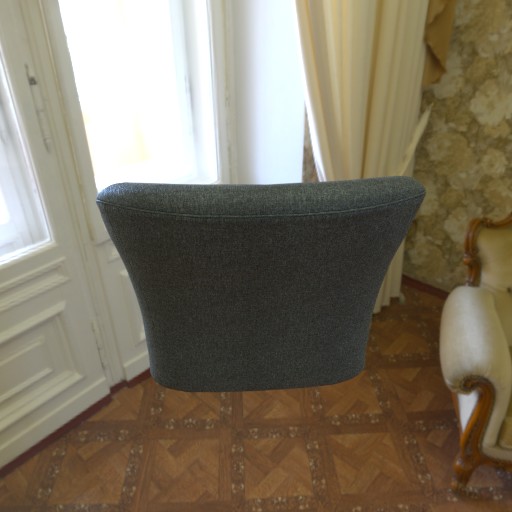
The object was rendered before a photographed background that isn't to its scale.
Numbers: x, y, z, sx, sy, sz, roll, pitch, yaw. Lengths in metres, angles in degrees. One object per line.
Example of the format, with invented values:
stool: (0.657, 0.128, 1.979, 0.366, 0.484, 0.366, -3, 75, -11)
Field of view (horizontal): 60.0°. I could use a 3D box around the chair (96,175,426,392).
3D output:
chair: (0.000, 0.000, 1.601, 0.864, 0.856, 0.923, -2, 30, -3)
